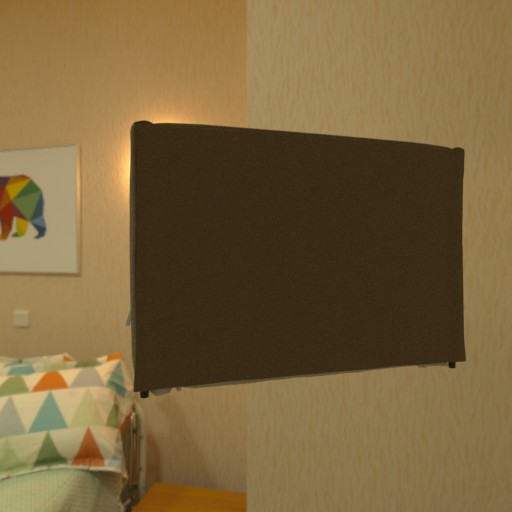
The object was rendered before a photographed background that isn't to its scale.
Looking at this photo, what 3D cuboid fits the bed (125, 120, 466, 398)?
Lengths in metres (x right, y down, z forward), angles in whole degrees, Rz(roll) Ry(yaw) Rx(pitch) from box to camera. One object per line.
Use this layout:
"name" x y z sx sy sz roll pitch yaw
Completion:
"bed" 0.000 0.000 3.417 1.925 1.332 2.276 0 1 -17
